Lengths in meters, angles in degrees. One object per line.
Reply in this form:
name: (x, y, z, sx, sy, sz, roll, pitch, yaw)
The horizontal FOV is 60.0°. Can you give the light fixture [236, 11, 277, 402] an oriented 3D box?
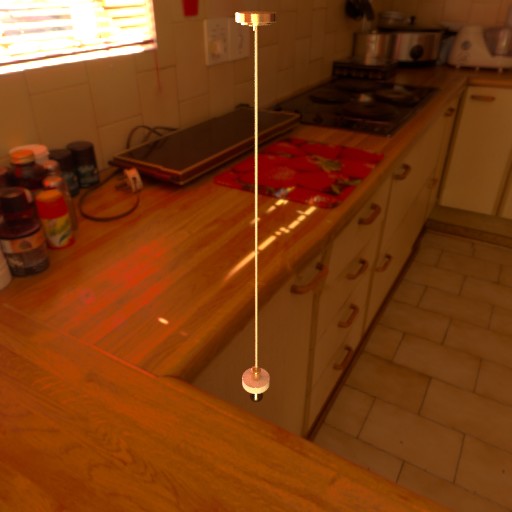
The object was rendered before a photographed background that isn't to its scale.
light fixture: (0.000, 0.000, 1.732, 0.129, 1.669, 0.129, 0, 32, 0)
